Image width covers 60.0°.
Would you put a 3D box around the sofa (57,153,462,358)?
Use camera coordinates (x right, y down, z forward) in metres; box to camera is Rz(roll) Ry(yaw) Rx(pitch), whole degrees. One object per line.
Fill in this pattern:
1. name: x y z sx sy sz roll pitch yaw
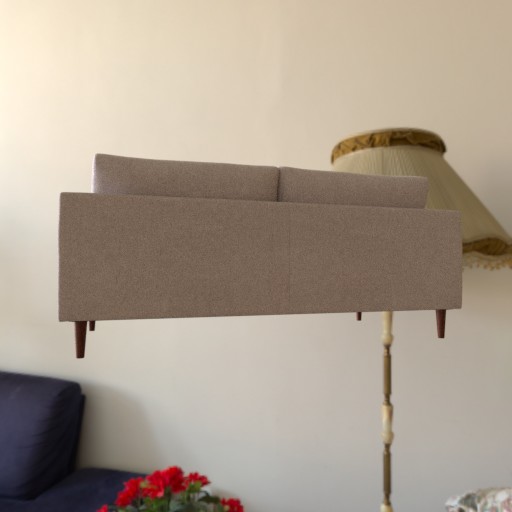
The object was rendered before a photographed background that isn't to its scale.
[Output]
1. sofa: 0.000 0.000 2.485 1.948 0.868 1.020 1 -2 -17
